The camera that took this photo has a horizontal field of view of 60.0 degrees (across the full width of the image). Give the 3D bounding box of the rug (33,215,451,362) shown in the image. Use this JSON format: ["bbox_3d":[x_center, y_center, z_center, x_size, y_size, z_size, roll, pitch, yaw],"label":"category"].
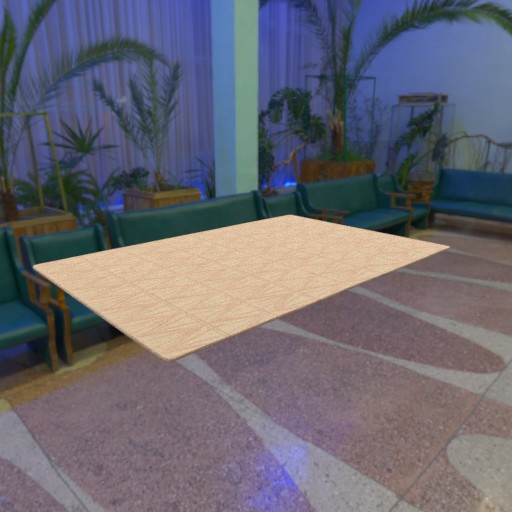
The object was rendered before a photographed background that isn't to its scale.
[{"bbox_3d":[0.000,0.000,3.003,2.390,0.015,1.609,-15,22,-41],"label":"rug"}]
